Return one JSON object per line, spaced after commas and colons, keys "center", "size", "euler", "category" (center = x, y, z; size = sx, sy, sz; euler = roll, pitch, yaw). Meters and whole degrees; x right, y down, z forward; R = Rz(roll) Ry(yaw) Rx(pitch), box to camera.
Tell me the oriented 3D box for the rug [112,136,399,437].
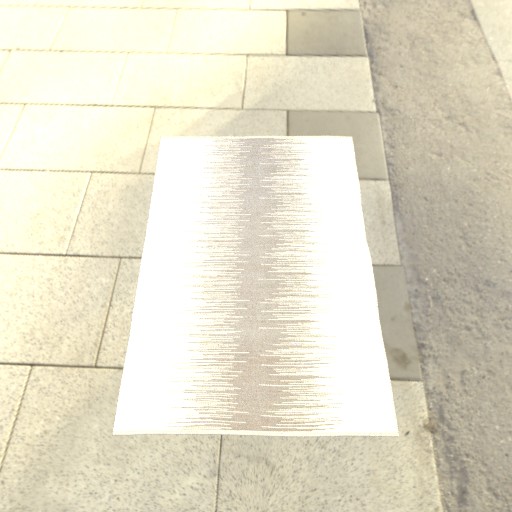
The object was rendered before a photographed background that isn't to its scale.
{"center": [0.000, 0.000, 2.369], "size": [1.226, 0.007, 1.815], "euler": [0, 58, 0], "category": "rug"}
